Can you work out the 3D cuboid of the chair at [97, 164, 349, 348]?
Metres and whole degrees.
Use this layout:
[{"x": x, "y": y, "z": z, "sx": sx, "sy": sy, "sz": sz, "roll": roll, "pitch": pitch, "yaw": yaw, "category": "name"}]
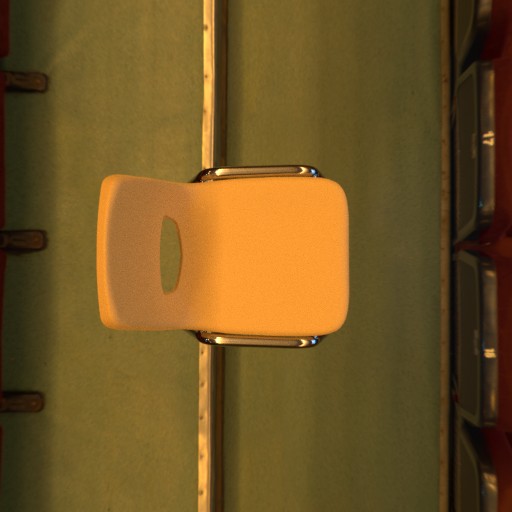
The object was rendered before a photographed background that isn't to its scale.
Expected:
[{"x": 0.000, "y": 0.000, "z": 0.838, "sx": 0.423, "sy": 0.586, "sz": 0.354, "roll": 0, "pitch": 89, "yaw": -1, "category": "chair"}]
